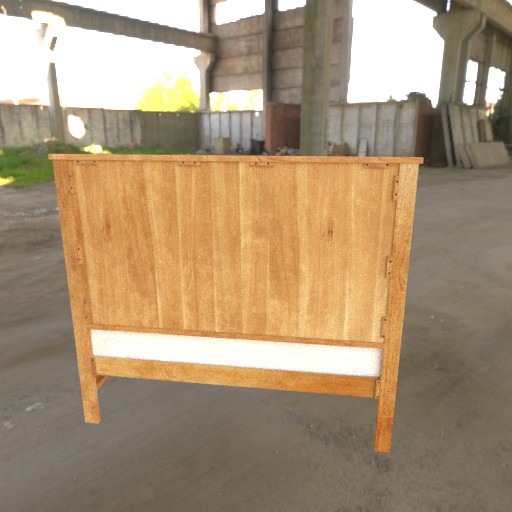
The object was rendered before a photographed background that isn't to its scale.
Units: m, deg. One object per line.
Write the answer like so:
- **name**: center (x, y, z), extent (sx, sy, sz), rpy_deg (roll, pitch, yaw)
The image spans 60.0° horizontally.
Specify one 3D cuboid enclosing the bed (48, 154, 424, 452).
- **bed**: center (0.000, 0.000, 4.055), extent (2.225, 1.938, 2.530), rpy_deg (2, 16, 8)
